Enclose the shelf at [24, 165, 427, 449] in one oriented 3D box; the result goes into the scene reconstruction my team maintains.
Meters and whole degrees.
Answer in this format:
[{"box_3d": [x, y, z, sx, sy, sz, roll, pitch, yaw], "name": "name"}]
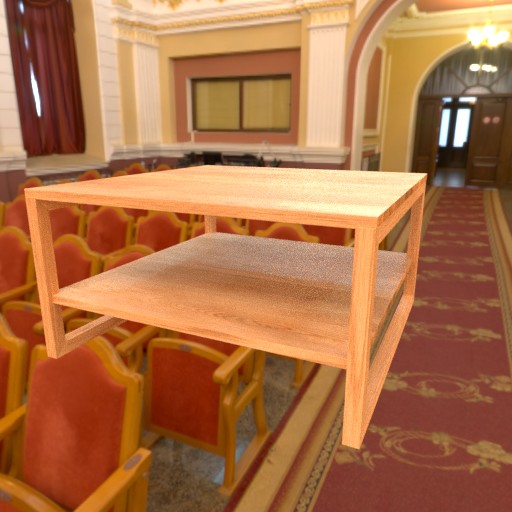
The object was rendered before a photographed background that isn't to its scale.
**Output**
[{"box_3d": [0.000, 0.000, 1.413, 0.899, 0.480, 0.899, 7, 17, 25], "name": "shelf"}]
